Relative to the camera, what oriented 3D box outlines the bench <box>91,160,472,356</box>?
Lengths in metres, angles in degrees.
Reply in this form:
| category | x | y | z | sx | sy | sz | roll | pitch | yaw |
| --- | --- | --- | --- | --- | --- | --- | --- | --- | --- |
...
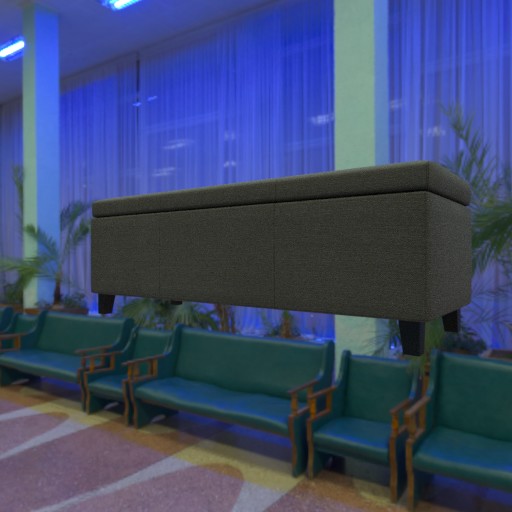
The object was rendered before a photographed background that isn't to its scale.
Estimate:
| category | x | y | z | sx | sy | sz | roll | pitch | yaw |
| --- | --- | --- | --- | --- | --- | --- | --- | --- | --- |
| bench | 0.000 | 0.000 | 1.486 | 1.269 | 0.438 | 0.446 | 0 | 0 | 36 |
